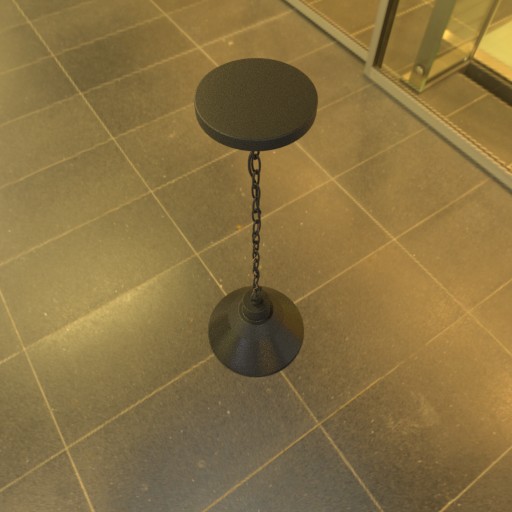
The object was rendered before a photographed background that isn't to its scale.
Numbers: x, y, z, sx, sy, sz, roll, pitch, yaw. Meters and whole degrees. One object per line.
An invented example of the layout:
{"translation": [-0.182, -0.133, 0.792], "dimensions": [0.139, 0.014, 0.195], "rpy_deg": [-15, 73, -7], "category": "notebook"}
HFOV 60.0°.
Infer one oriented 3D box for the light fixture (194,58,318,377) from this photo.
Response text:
{"translation": [0.000, 0.000, 0.678], "dimensions": [0.201, 0.588, 0.201], "rpy_deg": [32, 63, 18], "category": "light fixture"}
